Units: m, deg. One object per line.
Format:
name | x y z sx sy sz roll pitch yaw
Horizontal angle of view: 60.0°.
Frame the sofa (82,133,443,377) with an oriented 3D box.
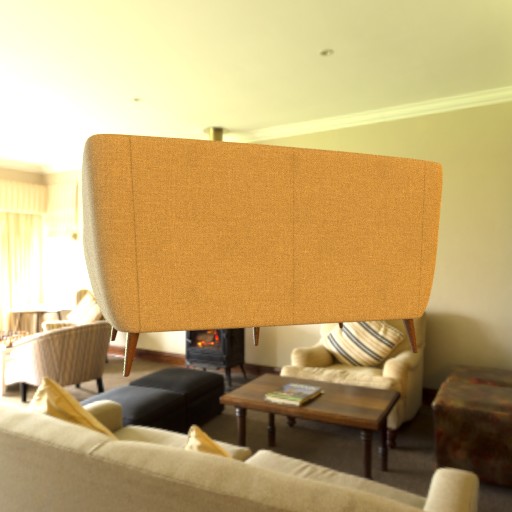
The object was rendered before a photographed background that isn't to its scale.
sofa | 0.000 0.000 2.212 1.652 0.888 0.965 0 0 -19
